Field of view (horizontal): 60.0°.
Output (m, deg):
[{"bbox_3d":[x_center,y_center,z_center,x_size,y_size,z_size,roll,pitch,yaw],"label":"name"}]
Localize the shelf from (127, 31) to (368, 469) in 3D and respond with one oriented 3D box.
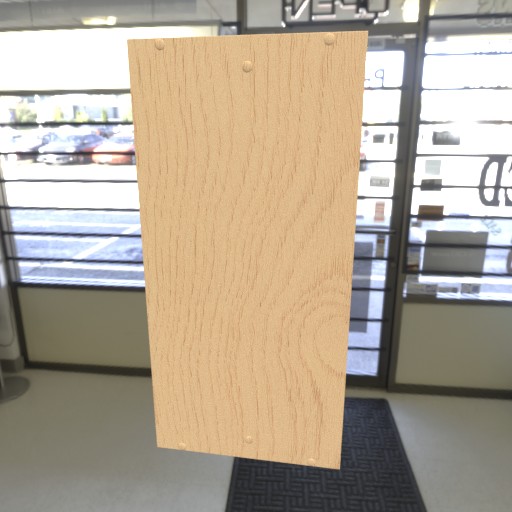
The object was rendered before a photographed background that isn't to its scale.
[{"bbox_3d":[0.000,0.000,0.700,0.290,0.600,0.200,3,17,9],"label":"shelf"}]
